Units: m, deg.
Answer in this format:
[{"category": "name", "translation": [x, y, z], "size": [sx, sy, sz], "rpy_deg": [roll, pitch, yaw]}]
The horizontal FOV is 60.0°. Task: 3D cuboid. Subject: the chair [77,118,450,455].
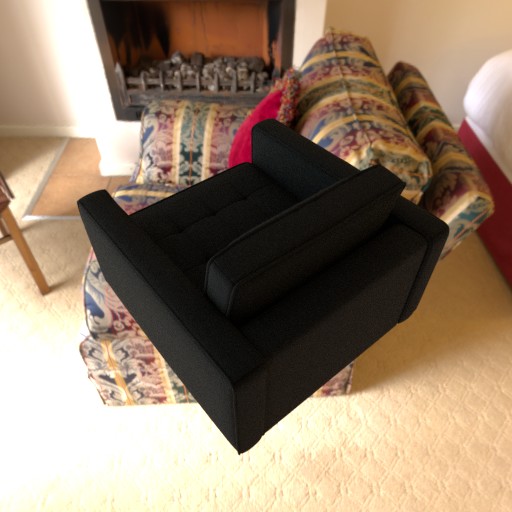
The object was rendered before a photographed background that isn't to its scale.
[{"category": "chair", "translation": [0.000, 0.000, 1.610], "size": [0.899, 0.770, 0.920], "rpy_deg": [-31, 54, -26]}]
